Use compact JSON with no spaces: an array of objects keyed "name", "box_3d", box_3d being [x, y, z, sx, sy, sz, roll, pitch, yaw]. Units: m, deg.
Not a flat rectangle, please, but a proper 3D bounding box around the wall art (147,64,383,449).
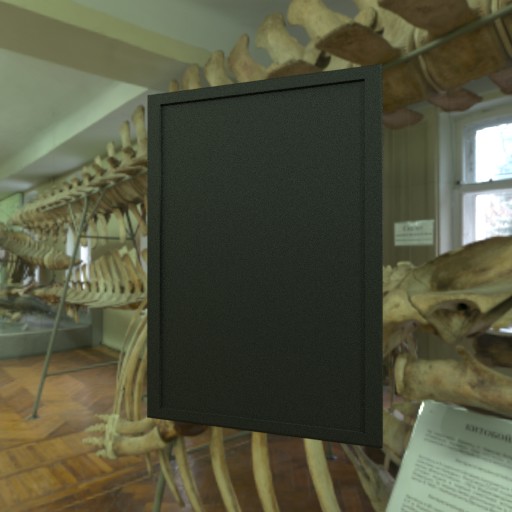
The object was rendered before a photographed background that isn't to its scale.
[{"name":"wall art","box_3d":[0.000,0.000,0.551,0.303,0.431,0.013,0,0,19]}]
